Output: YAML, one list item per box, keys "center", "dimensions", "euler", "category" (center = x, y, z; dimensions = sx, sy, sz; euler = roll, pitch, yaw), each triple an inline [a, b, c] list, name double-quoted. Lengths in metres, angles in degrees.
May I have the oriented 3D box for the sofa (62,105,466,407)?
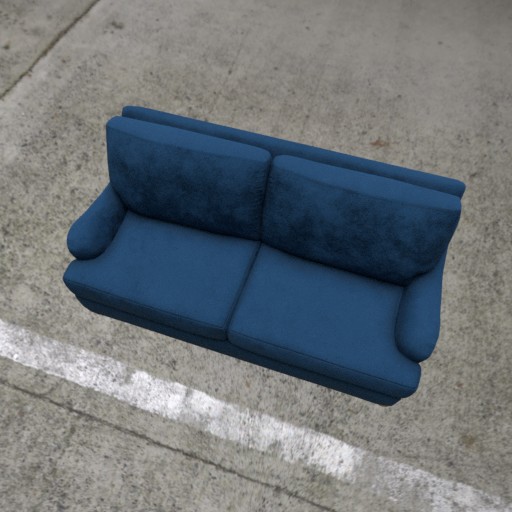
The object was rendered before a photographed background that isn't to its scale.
- center: [0.000, 0.000, 2.690]
  dimensions: [2.141, 1.101, 1.084]
  euler: [16, 59, 10]
  category: "sofa"
